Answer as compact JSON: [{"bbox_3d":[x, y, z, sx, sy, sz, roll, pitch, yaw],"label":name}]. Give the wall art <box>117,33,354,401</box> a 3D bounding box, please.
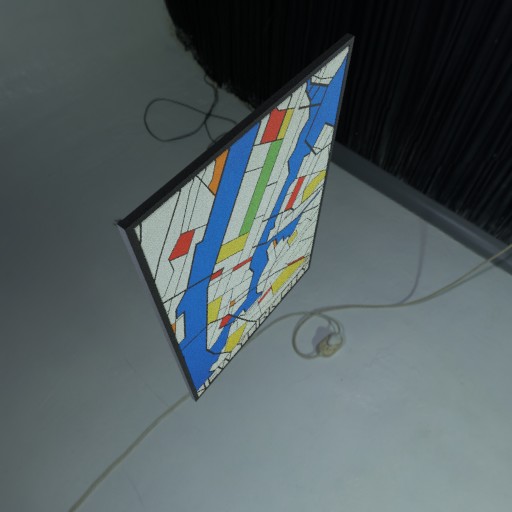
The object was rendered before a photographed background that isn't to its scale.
[{"bbox_3d":[0.000,0.000,0.837,0.013,0.657,0.457,33,63,20],"label":"wall art"}]
